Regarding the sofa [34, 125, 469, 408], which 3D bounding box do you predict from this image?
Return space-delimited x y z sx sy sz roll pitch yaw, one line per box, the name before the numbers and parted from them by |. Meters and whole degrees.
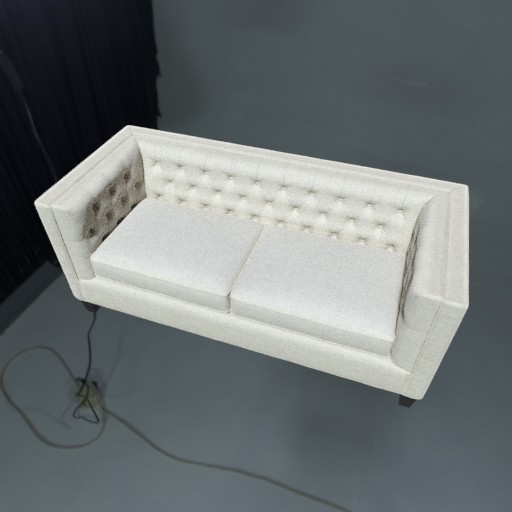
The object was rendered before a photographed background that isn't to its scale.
sofa | 0.000 0.000 2.215 1.778 0.762 0.775 14 45 14
